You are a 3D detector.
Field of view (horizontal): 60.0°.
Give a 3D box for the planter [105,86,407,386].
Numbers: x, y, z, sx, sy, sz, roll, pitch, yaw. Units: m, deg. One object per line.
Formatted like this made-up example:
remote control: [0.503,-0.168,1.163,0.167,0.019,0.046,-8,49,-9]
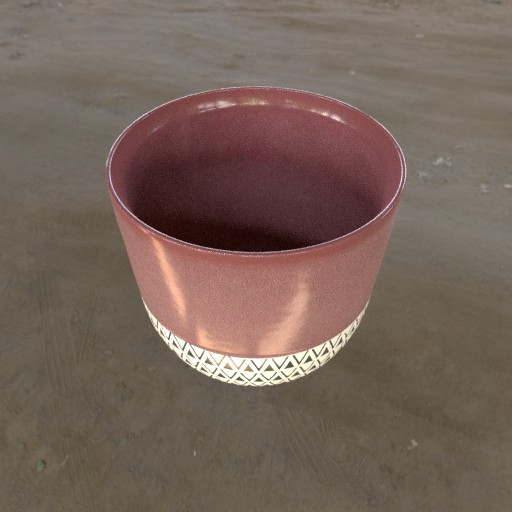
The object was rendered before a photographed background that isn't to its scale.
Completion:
planter: [0.000,0.000,0.496,0.266,0.270,0.266,0,45,0]
